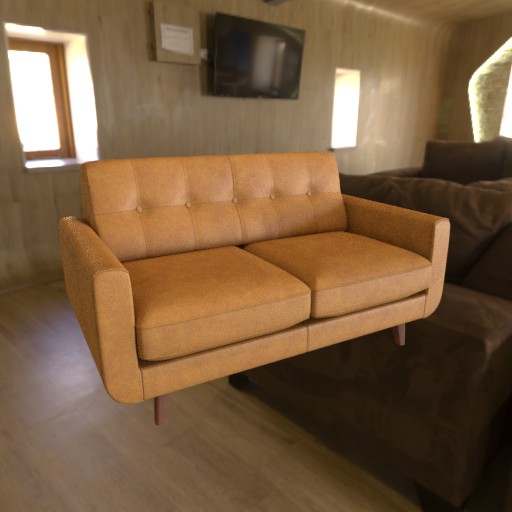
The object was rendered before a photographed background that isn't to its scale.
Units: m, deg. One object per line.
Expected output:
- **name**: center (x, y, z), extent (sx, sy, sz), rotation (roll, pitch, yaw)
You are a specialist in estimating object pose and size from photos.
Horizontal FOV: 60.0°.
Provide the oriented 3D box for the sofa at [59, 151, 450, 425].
- **sofa**: center (0.000, 0.000, 2.152), extent (1.651, 0.925, 0.952), rotation (-9, 19, -28)
